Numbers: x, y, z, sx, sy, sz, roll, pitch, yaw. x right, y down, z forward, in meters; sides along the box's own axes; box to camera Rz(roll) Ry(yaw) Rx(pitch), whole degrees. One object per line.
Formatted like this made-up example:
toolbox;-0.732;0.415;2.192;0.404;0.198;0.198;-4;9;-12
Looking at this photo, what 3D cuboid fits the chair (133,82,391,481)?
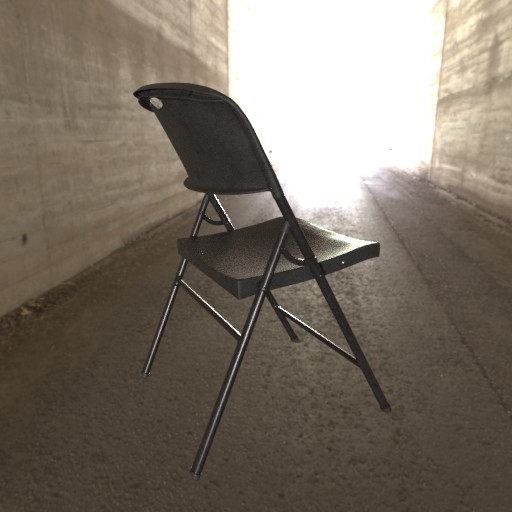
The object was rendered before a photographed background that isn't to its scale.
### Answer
chair;0.000;0.000;1.160;0.566;0.810;0.494;-7;17;-26
